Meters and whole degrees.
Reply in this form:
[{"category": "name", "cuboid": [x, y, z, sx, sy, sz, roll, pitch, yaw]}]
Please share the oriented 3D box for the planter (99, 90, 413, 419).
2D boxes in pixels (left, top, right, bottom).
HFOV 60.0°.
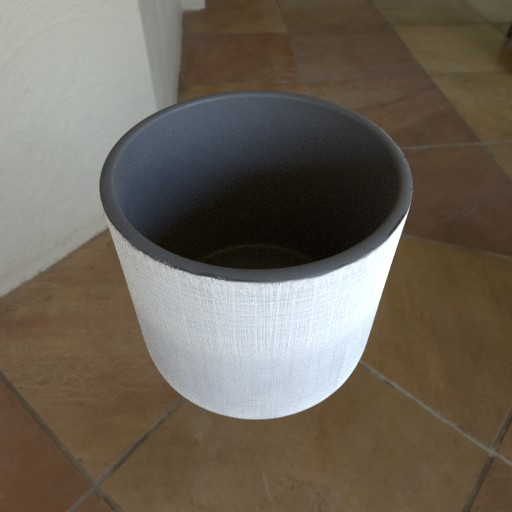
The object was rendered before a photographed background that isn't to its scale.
[{"category": "planter", "cuboid": [0.000, 0.000, 0.394, 0.226, 0.201, 0.226, 0, 47, 0]}]
